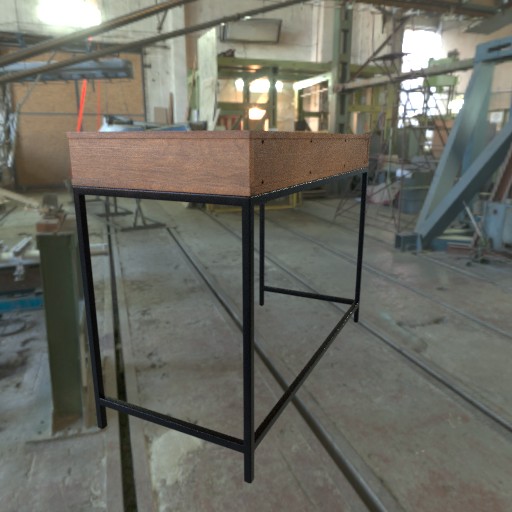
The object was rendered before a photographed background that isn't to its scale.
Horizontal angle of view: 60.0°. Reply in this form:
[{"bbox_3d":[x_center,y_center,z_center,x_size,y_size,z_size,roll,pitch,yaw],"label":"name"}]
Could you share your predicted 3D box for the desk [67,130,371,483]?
[{"bbox_3d":[0.000,0.000,1.431,0.470,0.762,1.016,7,16,25],"label":"desk"}]
